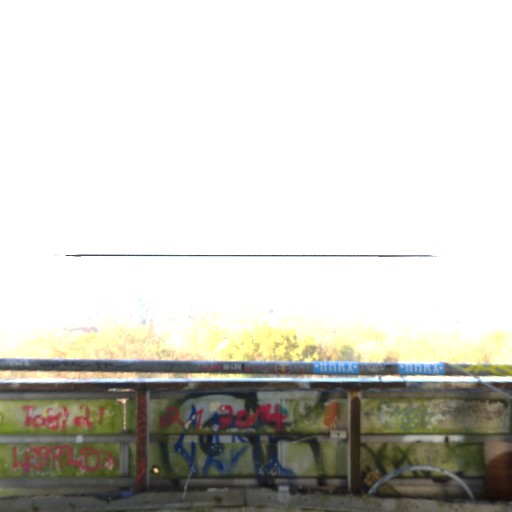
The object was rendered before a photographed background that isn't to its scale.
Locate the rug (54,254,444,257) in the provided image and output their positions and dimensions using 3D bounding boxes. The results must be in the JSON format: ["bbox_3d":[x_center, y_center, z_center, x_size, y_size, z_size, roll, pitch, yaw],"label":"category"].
[{"bbox_3d":[0.000,0.000,2.833,2.378,0.018,1.324,0,0,1],"label":"rug"}]
